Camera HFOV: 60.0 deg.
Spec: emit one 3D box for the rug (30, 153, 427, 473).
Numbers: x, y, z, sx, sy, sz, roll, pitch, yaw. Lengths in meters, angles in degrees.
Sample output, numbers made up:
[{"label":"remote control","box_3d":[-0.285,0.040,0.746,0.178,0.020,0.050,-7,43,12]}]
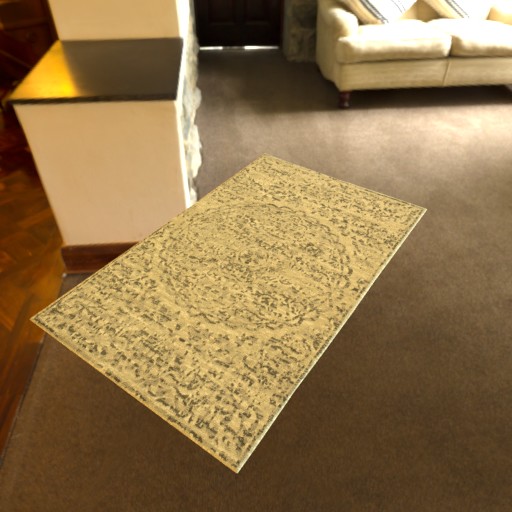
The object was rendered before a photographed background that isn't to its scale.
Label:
[{"label":"rug","box_3d":[0.000,0.000,3.018,1.527,0.021,2.447,25,47,26]}]
